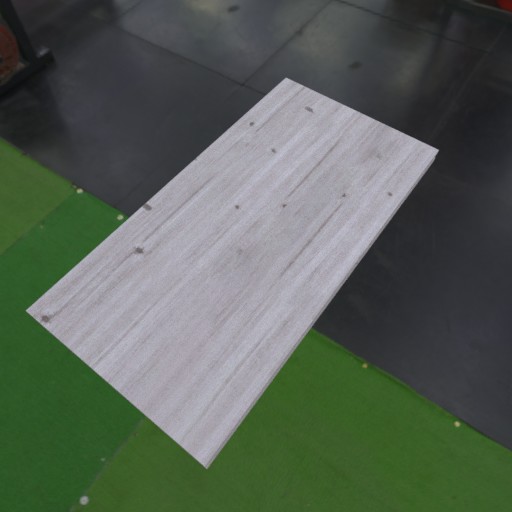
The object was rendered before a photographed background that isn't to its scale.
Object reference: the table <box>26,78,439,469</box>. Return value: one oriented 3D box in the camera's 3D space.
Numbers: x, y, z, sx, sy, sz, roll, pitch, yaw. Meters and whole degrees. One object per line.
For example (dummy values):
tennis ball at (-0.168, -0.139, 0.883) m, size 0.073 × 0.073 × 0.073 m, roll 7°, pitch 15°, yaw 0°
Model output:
table at (0.000, 0.000, 1.683) m, size 0.700 × 0.450 × 1.350 m, roll 33°, pitch 64°, yaw 18°
